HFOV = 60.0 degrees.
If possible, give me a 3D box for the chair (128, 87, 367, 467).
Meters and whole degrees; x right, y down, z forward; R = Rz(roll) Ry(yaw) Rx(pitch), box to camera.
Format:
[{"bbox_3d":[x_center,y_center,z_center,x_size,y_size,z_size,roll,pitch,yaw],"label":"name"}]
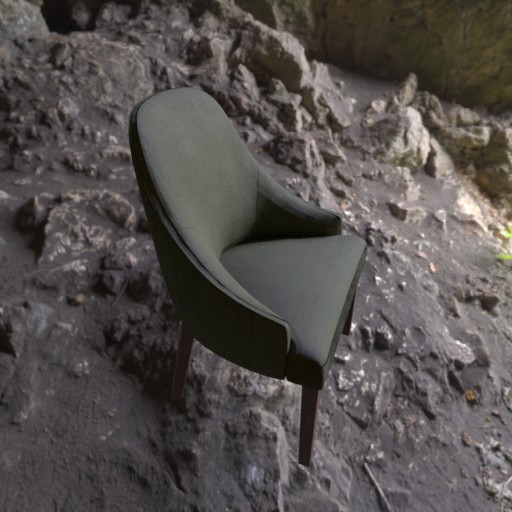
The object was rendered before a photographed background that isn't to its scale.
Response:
[{"bbox_3d":[0.000,0.000,1.301,0.575,0.889,0.643,11,33,18],"label":"chair"}]
